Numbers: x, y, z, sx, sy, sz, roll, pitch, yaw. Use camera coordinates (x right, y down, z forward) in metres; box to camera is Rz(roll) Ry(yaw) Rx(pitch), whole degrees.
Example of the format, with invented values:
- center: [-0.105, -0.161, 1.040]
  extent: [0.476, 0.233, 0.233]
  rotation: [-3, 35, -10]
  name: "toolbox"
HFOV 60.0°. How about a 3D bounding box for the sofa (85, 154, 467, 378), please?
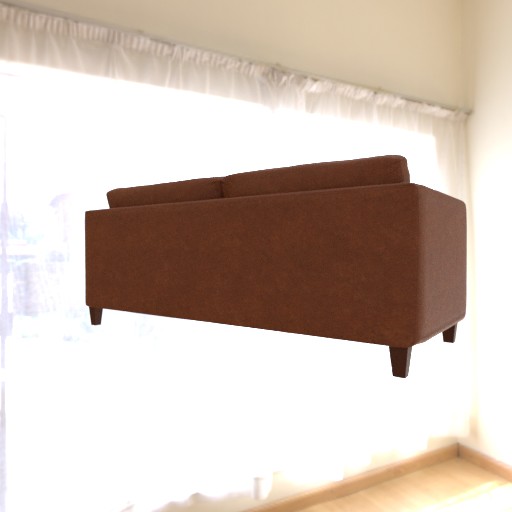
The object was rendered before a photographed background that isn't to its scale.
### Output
- center: [0.000, 0.000, 2.694]
  extent: [2.204, 0.932, 0.950]
  rotation: [1, 1, 36]
  name: "sofa"
